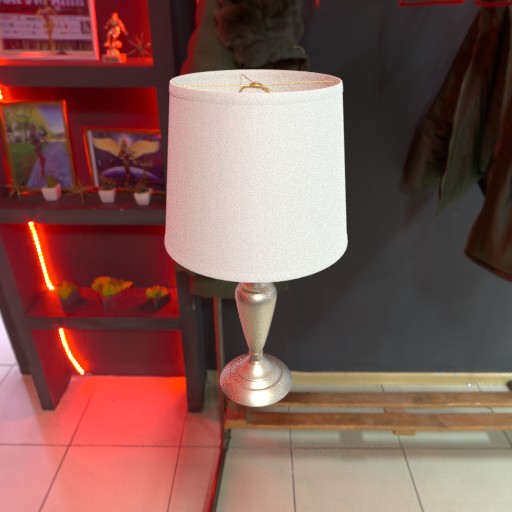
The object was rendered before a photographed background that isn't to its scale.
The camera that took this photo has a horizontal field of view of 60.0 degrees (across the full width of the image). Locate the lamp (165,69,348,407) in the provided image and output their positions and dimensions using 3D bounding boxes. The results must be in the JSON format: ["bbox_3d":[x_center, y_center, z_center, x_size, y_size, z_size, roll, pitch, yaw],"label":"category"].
[{"bbox_3d":[0.000,0.000,0.830,0.328,0.619,0.328,0,29,0],"label":"lamp"}]
